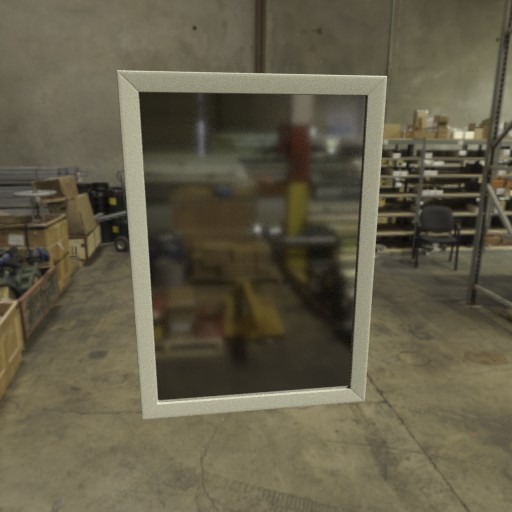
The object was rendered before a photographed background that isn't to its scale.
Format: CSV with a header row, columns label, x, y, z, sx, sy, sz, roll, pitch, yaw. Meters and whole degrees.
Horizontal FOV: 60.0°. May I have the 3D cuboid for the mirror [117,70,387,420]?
label,x,y,z,sx,sy,sz,roll,pitch,yaw
mirror,0.000,0.000,0.931,0.507,0.710,0.040,-2,15,-8
